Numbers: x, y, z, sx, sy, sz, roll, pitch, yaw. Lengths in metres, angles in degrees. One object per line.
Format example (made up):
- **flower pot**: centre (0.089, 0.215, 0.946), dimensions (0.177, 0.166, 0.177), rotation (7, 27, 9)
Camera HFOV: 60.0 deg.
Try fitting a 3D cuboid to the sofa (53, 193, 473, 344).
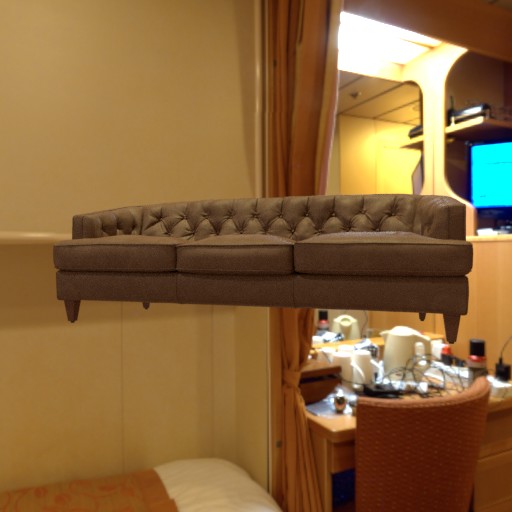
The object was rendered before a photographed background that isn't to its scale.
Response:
- **sofa**: centre (0.000, 0.000, 2.632), dimensions (2.227, 0.787, 0.927), rotation (0, 0, 17)
